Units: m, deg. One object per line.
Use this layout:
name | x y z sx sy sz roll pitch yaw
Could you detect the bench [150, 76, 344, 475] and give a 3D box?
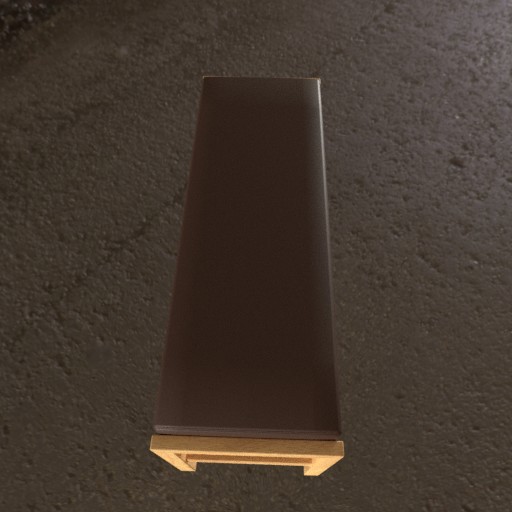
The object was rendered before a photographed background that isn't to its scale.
bench | 0.000 0.000 1.403 0.405 0.480 1.200 2 59 1
